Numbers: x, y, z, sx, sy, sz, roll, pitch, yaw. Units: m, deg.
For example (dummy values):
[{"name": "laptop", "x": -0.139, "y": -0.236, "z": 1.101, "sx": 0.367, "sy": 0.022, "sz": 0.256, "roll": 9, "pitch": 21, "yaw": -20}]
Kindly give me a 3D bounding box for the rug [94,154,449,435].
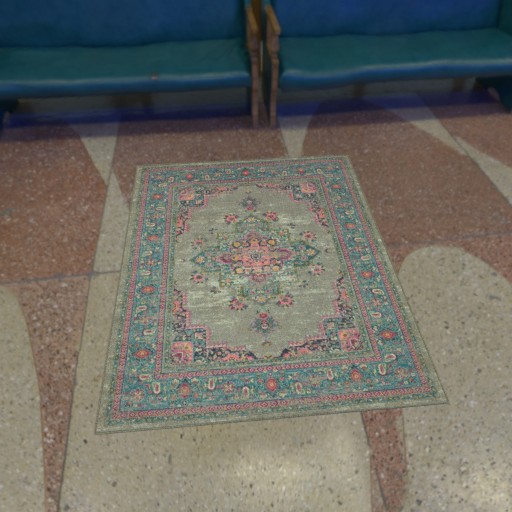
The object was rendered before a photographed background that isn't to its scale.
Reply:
[{"name": "rug", "x": 0.000, "y": 0.000, "z": 4.051, "sx": 2.434, "sy": 0.013, "sz": 3.057, "roll": -4, "pitch": 47, "yaw": -4}]
